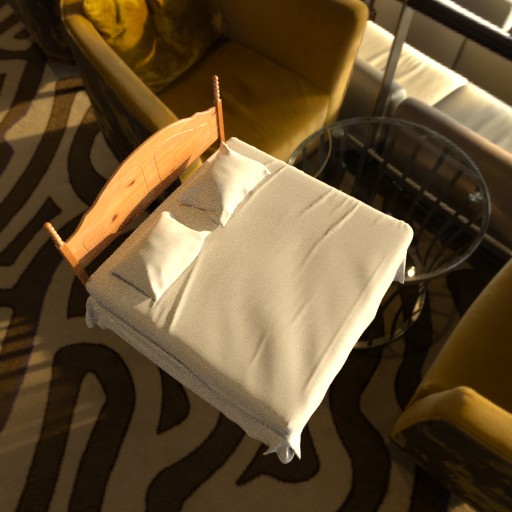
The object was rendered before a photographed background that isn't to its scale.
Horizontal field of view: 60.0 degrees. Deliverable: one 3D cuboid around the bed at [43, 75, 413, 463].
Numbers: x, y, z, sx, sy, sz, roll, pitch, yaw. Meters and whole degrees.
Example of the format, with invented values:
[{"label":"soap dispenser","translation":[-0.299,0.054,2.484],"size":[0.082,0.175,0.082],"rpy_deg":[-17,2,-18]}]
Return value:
[{"label":"bed","translation":[0.000,0.000,3.637],"size":[2.219,1.355,2.322],"rpy_deg":[31,64,17]}]
